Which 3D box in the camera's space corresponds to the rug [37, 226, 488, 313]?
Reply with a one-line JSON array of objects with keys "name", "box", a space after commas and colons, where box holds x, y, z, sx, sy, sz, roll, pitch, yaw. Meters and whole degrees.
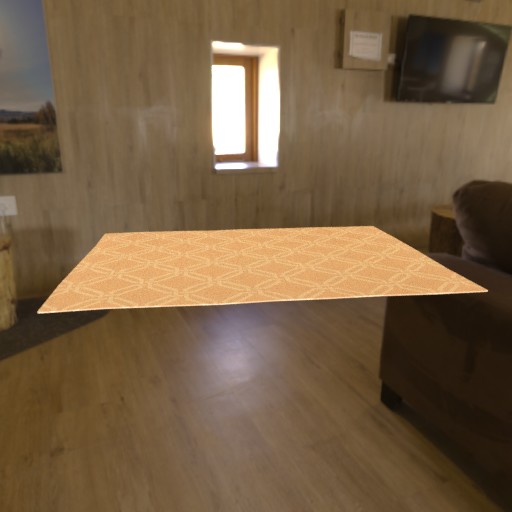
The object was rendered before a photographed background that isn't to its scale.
[{"name": "rug", "box": [0.000, 0.000, 2.775, 2.135, 0.013, 1.524, -2, 16, -7]}]
